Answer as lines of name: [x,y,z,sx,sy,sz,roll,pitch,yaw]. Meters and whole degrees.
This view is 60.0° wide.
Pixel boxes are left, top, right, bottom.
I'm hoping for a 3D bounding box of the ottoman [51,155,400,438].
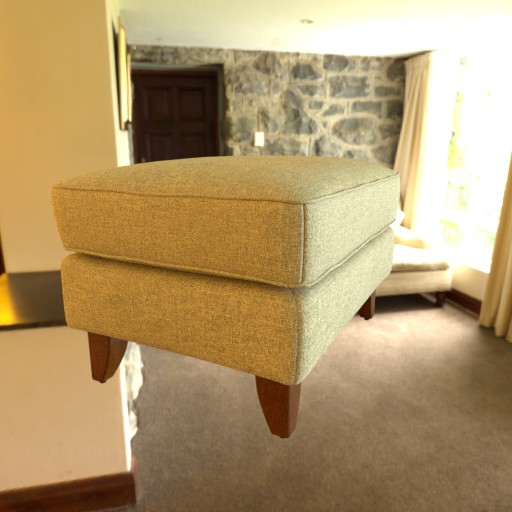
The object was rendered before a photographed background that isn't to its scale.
ottoman: [0.000,0.000,1.282,0.661,0.561,0.889,7,16,26]
